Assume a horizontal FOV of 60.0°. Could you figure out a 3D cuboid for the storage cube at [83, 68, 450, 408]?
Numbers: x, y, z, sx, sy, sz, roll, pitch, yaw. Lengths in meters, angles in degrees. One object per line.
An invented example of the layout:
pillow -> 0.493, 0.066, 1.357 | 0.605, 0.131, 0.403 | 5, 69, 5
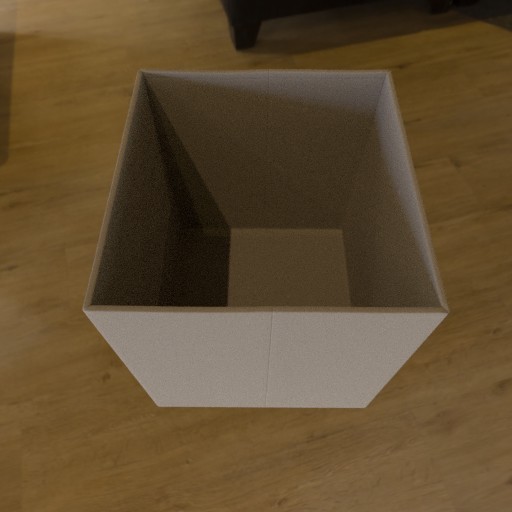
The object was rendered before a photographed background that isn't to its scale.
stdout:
storage cube -> 0.000, 0.000, 0.490 | 0.270, 0.280, 0.270 | 0, 58, 0
